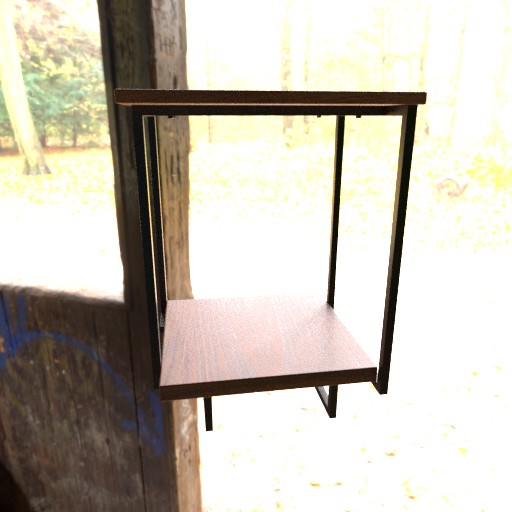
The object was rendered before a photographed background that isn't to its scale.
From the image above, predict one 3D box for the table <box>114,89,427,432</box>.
[{"bbox_3d":[0.000,0.000,0.836,0.411,0.567,0.384,-3,18,-8],"label":"table"}]
